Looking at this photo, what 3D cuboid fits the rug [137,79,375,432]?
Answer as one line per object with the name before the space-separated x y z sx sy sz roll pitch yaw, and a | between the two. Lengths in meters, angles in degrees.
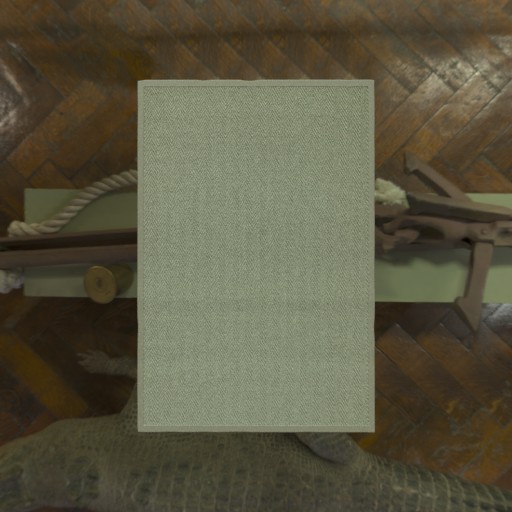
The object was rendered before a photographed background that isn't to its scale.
rug | 0.000 0.000 2.878 1.540 0.021 2.290 0 90 0
